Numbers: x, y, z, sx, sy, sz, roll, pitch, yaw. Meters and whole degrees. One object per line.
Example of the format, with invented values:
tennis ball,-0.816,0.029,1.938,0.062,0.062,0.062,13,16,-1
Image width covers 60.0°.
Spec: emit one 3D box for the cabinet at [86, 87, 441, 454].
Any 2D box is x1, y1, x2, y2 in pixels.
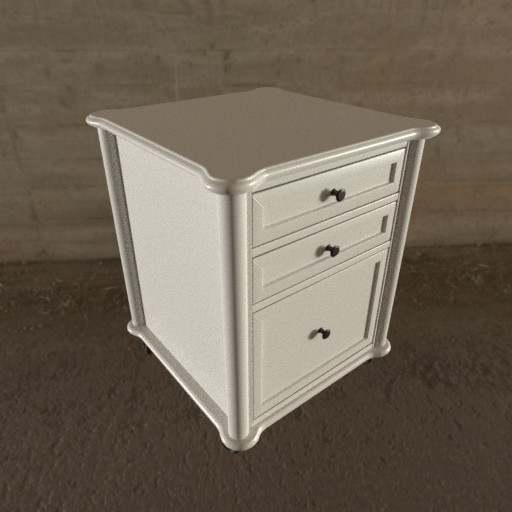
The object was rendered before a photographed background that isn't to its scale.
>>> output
cabinet,0.000,0.000,1.243,0.628,0.761,0.627,-22,37,-32
